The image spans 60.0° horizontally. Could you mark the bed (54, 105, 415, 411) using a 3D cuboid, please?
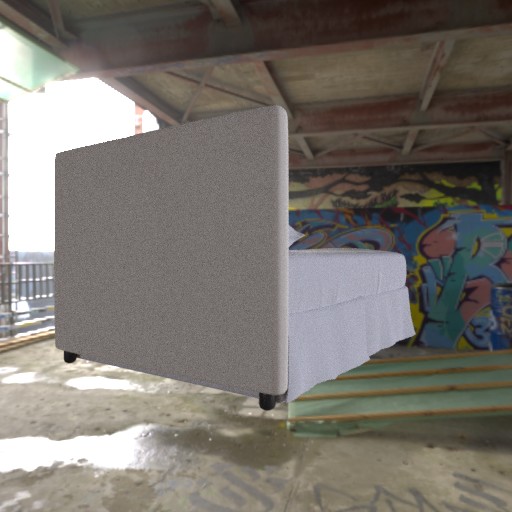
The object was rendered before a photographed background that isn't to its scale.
[{"bbox_3d":[0.000,0.000,3.190,1.713,1.330,2.142,0,1,34],"label":"bed"}]
